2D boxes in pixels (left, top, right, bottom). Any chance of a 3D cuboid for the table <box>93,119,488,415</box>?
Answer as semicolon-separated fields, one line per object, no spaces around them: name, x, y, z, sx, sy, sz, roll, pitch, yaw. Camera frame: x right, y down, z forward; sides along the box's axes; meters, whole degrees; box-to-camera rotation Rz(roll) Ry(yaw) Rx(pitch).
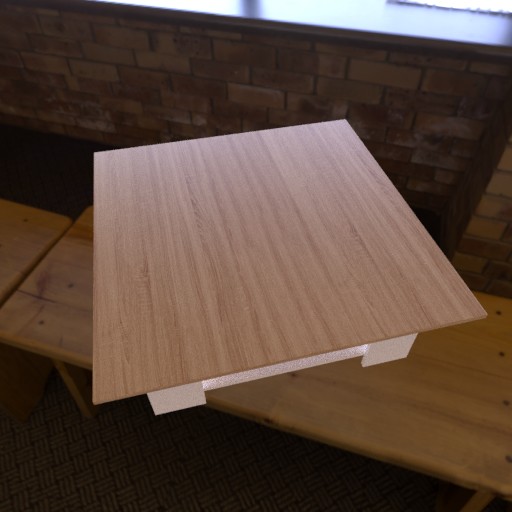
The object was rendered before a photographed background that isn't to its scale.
table;0.000;0.000;1.362;0.890;0.305;0.890;-10;48;-9
